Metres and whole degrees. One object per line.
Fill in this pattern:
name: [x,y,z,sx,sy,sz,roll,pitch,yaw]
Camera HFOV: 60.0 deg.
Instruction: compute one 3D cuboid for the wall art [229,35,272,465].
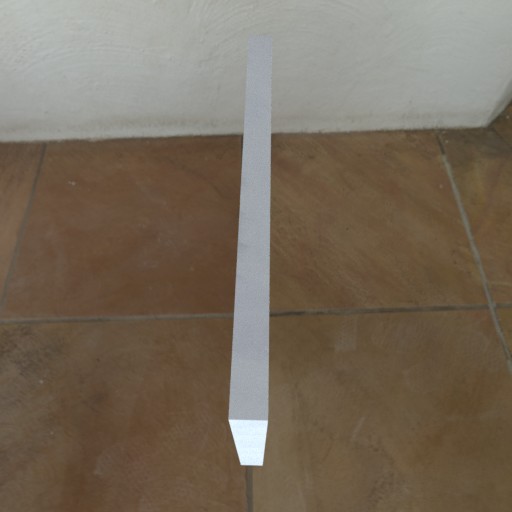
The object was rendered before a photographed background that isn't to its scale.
wall art: [0.000,0.000,0.755,0.038,0.407,0.609,1,59,1]
